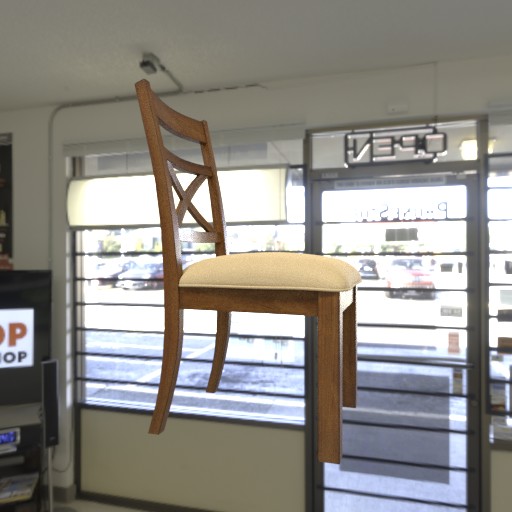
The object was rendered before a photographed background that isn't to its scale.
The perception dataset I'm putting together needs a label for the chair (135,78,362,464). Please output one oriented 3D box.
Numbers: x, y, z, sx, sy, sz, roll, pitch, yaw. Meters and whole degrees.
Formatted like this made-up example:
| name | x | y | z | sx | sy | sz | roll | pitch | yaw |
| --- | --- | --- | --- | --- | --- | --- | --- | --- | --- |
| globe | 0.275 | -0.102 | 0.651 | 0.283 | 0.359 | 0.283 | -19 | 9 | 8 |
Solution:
| name | x | y | z | sx | sy | sz | roll | pitch | yaw |
| --- | --- | --- | --- | --- | --- | --- | --- | --- | --- |
| chair | 0.000 | 0.000 | 1.302 | 0.581 | 0.949 | 0.461 | 0 | 0 | 18 |
